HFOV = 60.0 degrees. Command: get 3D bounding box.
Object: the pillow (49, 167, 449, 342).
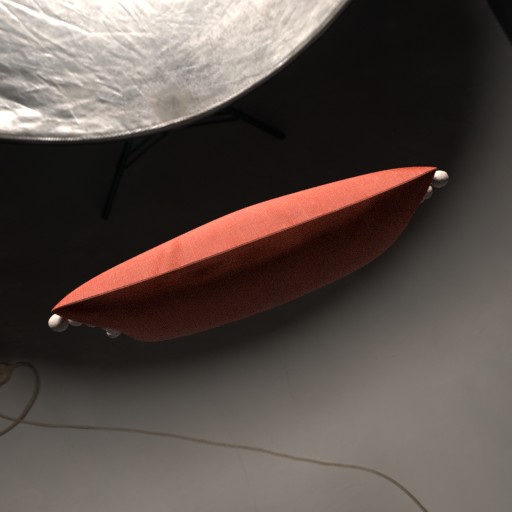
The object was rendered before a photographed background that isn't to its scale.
[{"bbox_3d":[0.000,0.000,0.849,0.709,0.322,0.201,-21,77,-5],"label":"pillow"}]
